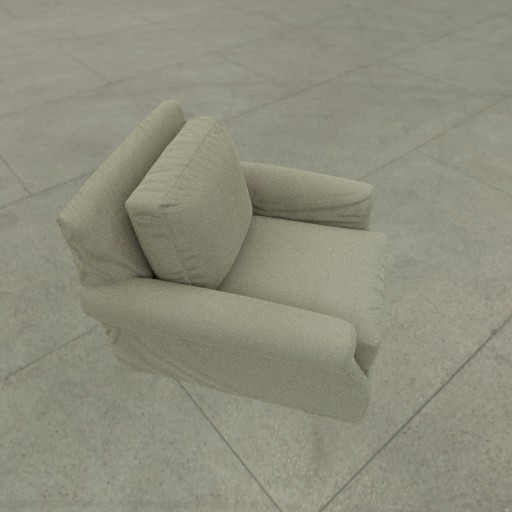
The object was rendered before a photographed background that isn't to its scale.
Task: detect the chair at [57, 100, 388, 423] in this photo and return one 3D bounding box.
[{"bbox_3d":[0.000,0.000,1.764,1.066,0.866,0.940,10,46,10],"label":"chair"}]
